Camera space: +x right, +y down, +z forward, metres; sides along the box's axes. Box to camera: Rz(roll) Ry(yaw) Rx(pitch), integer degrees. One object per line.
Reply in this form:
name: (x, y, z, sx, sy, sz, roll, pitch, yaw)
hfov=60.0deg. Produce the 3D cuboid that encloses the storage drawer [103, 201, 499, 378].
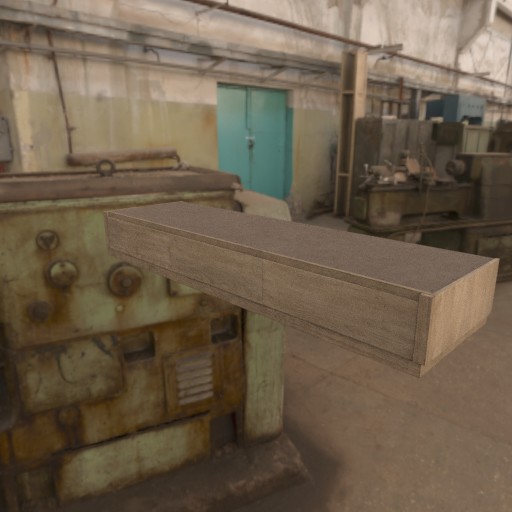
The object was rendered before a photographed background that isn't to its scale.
storage drawer: (0.000, 0.000, 2.255, 0.591, 0.274, 2.072, -15, 22, -43)
